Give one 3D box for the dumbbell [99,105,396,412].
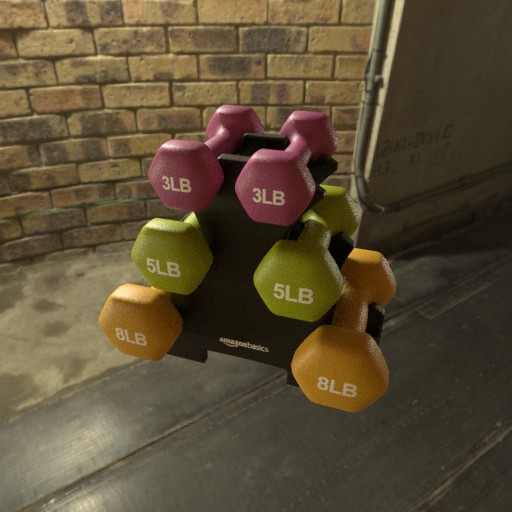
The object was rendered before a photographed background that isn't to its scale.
[{"bbox_3d":[0.000,0.000,0.466,0.300,0.271,0.190,10,34,15],"label":"dumbbell"}]
